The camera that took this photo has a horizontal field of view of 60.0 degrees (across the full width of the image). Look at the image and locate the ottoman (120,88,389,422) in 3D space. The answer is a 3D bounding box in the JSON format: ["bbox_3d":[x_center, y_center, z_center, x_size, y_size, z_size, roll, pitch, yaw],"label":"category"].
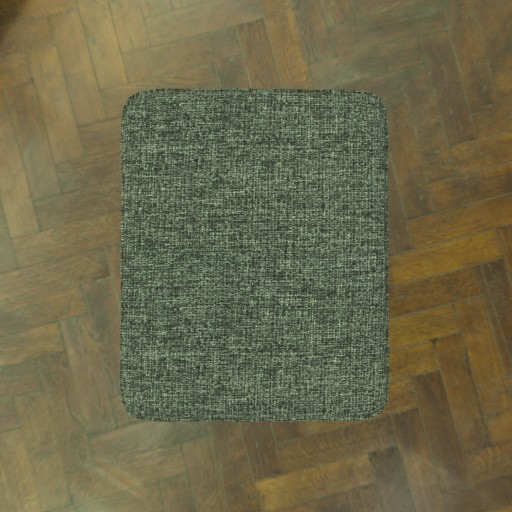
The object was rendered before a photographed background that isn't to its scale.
[{"bbox_3d":[0.000,0.000,1.145,0.589,0.537,0.738,0,89,0],"label":"ottoman"}]
